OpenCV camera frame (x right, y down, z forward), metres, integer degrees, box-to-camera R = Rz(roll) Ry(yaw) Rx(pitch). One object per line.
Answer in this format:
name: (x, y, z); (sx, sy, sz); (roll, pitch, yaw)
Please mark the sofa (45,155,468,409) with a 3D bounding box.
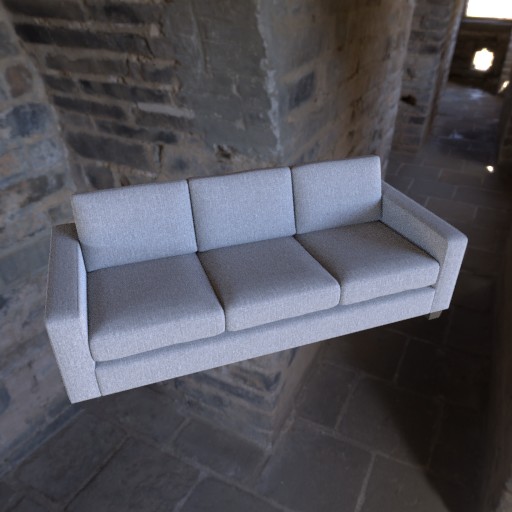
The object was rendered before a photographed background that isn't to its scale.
sofa: (0.000, 0.000, 2.505); (2.120, 0.800, 0.900); (-11, 34, -16)
